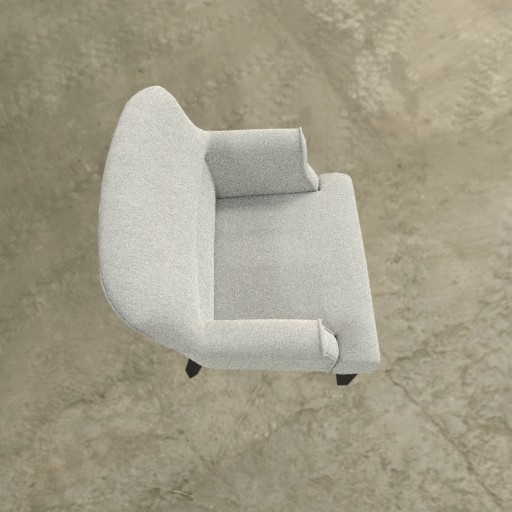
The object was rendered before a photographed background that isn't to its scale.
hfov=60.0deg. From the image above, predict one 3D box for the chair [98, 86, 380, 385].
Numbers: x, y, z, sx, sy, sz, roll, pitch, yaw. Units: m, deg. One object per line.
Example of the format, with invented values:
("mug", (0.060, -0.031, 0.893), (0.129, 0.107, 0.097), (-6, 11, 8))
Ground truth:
("chair", (0.000, 0.000, 1.454), (0.750, 0.875, 0.781), (-2, 63, -1))
